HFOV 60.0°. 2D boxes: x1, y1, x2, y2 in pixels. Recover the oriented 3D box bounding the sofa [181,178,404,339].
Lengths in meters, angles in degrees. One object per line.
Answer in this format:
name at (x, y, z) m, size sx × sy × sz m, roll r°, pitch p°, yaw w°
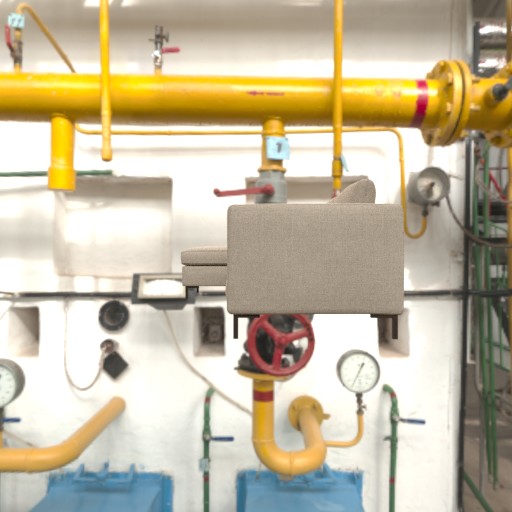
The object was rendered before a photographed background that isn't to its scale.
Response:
sofa at (0.000, 0.000, 3.570) m, size 1.469 × 0.816 × 2.923 m, roll 0°, pitch 0°, yaw 1°
